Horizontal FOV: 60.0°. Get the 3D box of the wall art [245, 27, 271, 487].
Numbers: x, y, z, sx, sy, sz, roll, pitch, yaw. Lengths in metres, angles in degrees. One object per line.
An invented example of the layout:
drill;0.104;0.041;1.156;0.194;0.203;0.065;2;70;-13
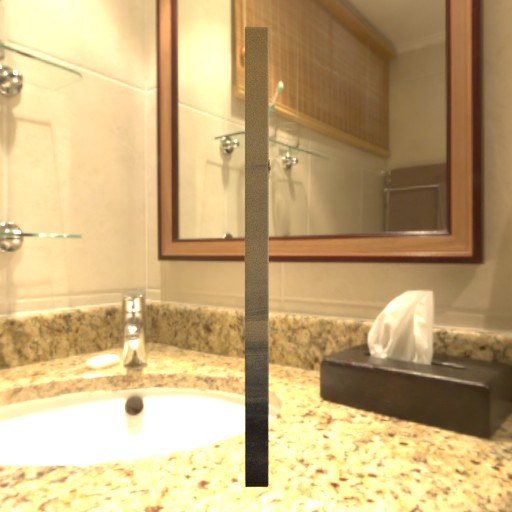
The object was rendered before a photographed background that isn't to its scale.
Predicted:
wall art;0.000;0.000;0.983;0.041;0.710;0.608;0;1;-1
